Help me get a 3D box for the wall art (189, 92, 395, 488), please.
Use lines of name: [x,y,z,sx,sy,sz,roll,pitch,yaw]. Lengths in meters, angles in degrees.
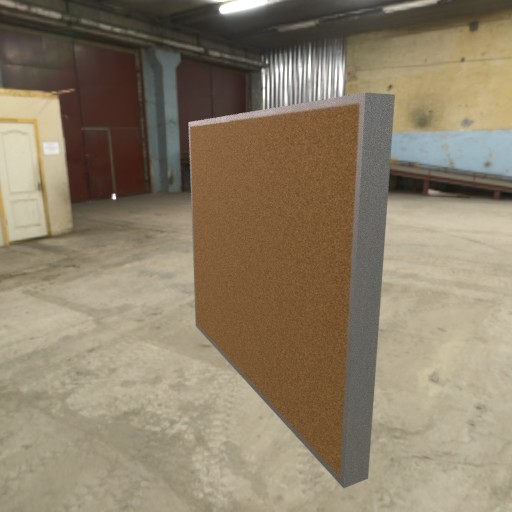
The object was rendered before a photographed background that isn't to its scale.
wall art: [0.000,0.000,0.732,0.037,0.450,0.557,-7,15,-25]
